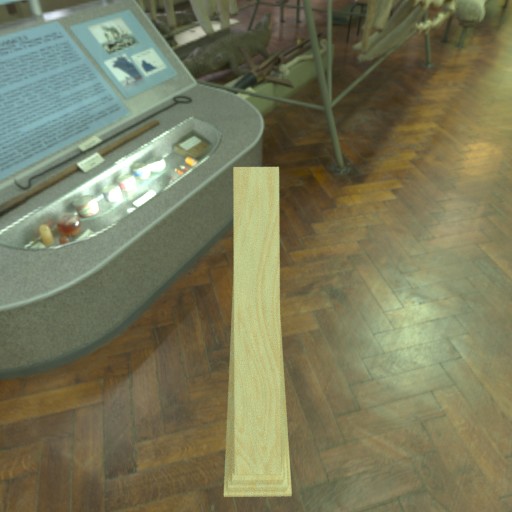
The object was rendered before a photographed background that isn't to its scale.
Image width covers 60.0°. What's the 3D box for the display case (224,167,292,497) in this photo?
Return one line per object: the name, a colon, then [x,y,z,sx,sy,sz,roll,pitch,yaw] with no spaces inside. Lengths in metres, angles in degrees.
display case: [0.000,0.000,0.753,0.095,0.340,0.640,0,41,0]
